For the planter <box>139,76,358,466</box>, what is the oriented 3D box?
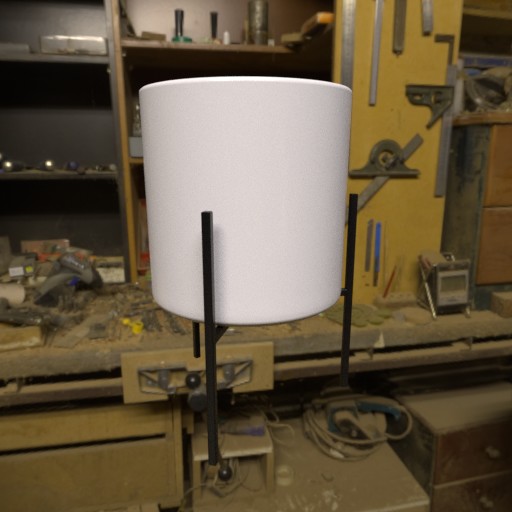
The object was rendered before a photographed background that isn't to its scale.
[{"bbox_3d":[0.000,0.000,0.509,0.239,0.356,0.239,-2,14,-9],"label":"planter"}]
